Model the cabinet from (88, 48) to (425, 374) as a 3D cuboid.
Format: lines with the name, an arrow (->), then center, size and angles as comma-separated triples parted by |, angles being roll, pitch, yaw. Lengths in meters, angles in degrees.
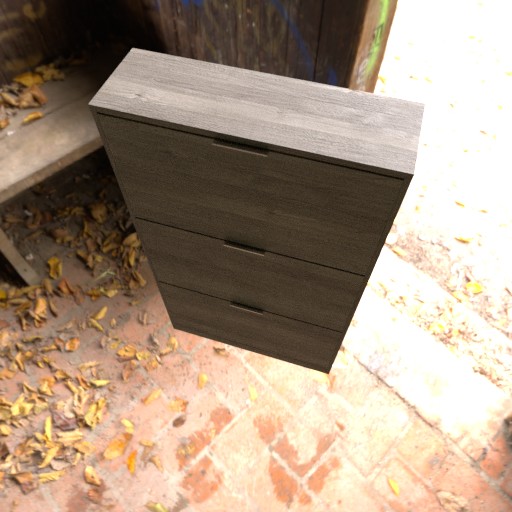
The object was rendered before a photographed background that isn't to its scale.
cabinet -> 0.000, 0.000, 1.565 | 0.750, 1.280, 0.250 | 15, 58, 9
